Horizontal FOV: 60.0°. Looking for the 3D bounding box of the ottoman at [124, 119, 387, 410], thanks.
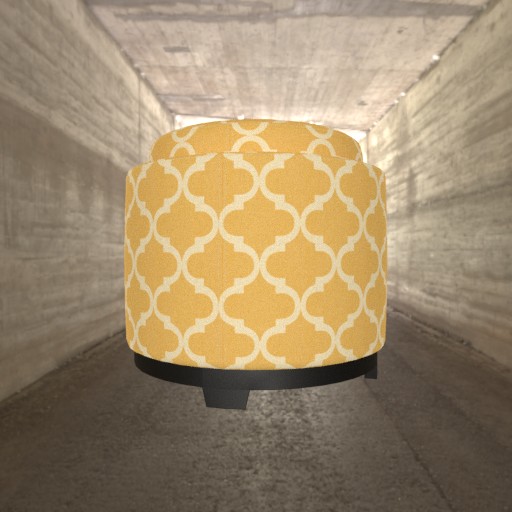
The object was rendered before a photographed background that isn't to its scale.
[{"bbox_3d":[0.000,0.000,0.843,0.480,0.429,0.480,0,0,0],"label":"ottoman"}]
